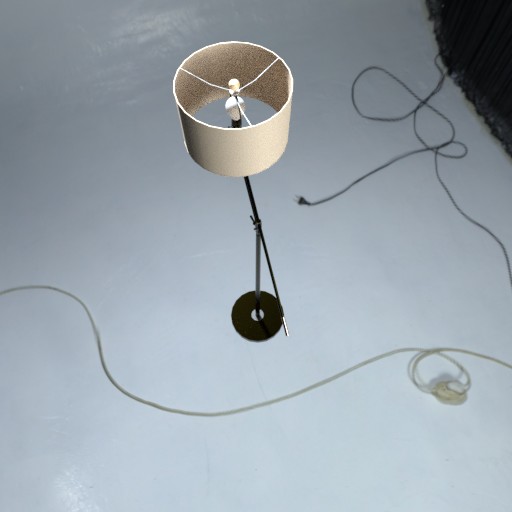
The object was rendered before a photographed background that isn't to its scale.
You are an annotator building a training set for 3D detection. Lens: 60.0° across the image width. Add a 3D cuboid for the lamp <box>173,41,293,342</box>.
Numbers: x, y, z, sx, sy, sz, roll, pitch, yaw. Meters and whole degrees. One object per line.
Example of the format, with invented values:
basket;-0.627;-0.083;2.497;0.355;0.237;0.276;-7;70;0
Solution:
lamp;0.000;0.000;2.021;0.373;1.635;0.809;-17;65;-8
